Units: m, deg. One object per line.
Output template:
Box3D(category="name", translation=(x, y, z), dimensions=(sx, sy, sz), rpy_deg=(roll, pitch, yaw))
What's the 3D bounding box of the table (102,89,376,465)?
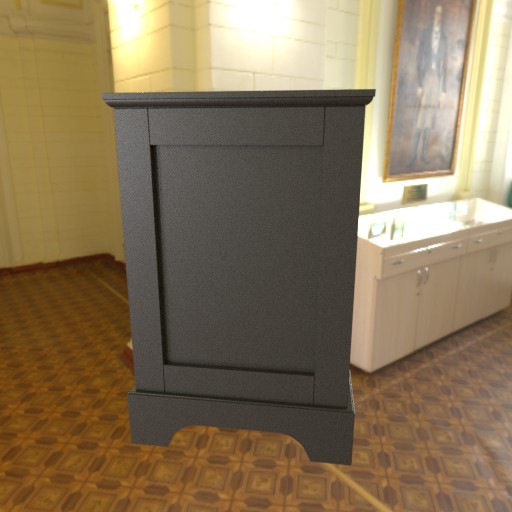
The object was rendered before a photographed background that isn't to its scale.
Box3D(category="table", translation=(0.000, 0.000, 0.930), dimensions=(0.399, 0.610, 0.460), rpy_deg=(2, 15, 8))
